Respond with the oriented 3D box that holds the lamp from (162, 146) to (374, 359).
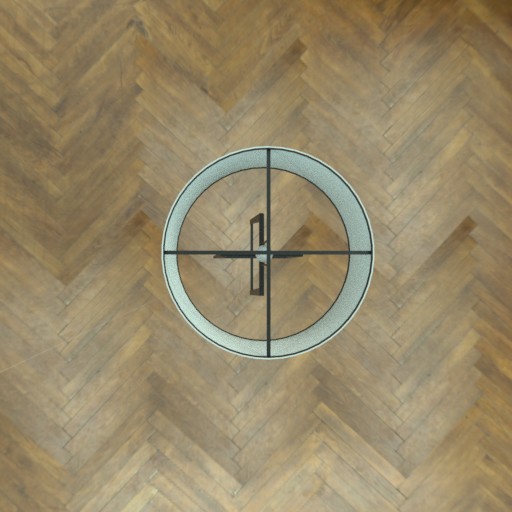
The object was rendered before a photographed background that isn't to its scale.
[{"bbox_3d":[0.000,0.000,1.704,0.456,1.510,0.457,0,89,-2],"label":"lamp"}]
